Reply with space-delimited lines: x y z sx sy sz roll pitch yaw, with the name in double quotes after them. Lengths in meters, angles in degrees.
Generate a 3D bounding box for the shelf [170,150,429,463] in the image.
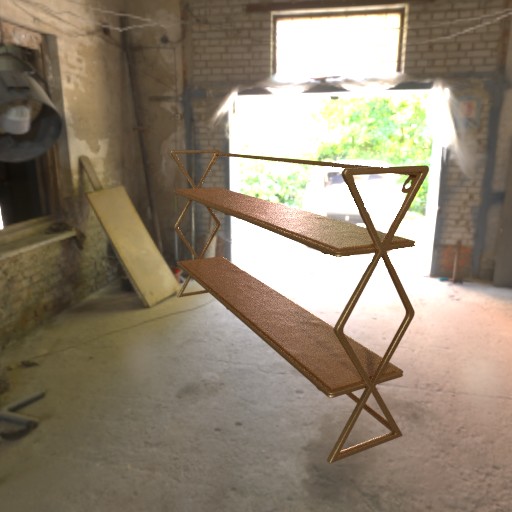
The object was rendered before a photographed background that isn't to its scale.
0.000 0.000 1.015 0.150 0.450 0.822 -7 17 -25 "shelf"
